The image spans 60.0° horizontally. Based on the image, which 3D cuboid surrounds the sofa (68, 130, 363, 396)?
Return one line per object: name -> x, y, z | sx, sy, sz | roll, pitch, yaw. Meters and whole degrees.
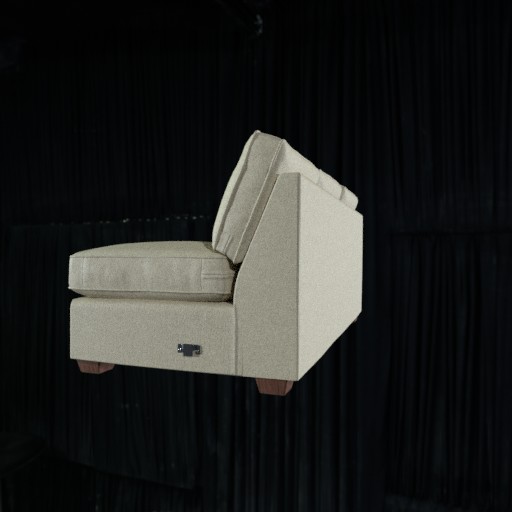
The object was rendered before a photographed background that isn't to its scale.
sofa -> 0.000, 0.000, 2.594 | 1.027, 0.973, 1.962 | 0, 1, 20
